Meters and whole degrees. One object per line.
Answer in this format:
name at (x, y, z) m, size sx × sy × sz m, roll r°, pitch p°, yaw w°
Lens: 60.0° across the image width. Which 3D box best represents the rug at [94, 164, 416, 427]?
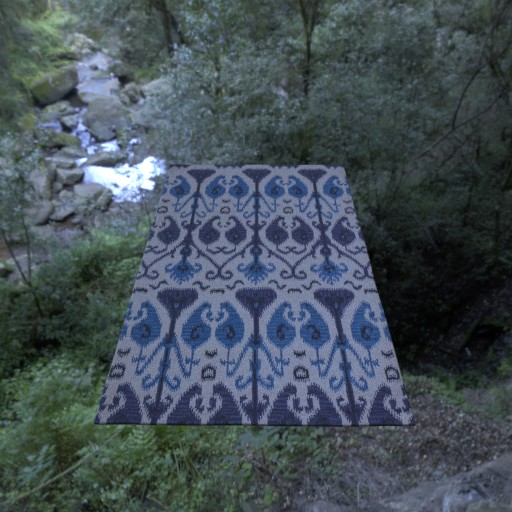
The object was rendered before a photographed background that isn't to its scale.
rug at (0.000, 0.000, 2.101) m, size 1.072 × 0.013 × 1.698 m, roll 0°, pitch 42°, yaw 0°
